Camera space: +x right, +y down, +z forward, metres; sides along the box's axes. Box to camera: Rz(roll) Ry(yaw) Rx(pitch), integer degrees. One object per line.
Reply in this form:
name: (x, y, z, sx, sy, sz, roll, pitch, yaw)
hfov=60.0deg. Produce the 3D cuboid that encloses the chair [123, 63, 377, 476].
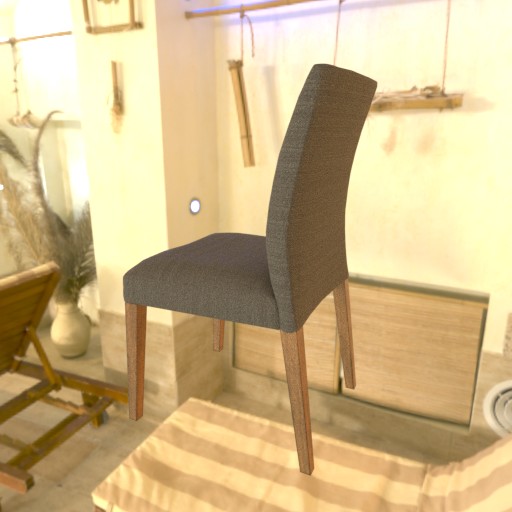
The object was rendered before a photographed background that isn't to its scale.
chair: (0.000, 0.000, 1.261, 0.585, 0.940, 0.496, 8, 18, 25)
